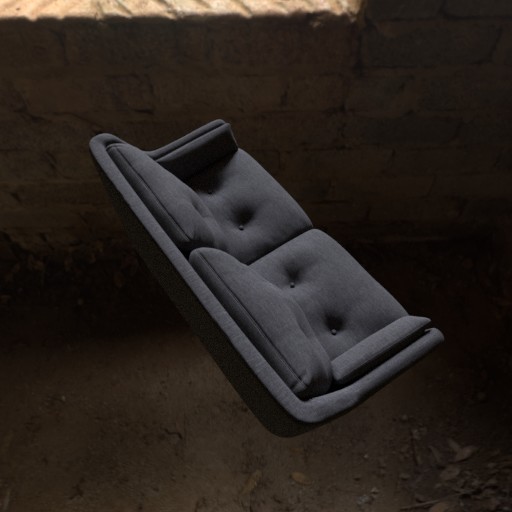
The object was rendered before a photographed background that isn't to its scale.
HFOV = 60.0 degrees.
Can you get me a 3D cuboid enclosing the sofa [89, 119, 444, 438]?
[{"bbox_3d":[0.000,0.000,2.465,0.975,0.896,1.929,-32,63,-18],"label":"sofa"}]
